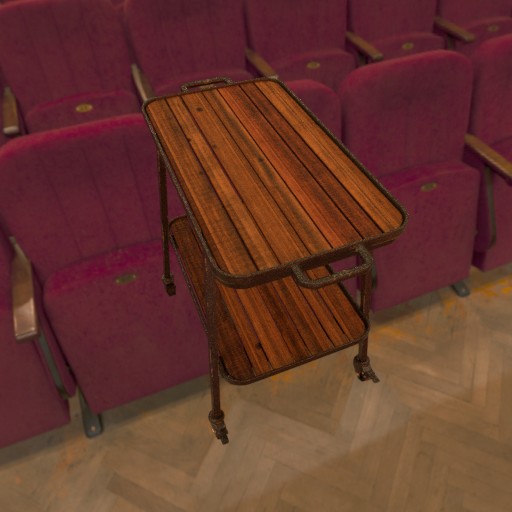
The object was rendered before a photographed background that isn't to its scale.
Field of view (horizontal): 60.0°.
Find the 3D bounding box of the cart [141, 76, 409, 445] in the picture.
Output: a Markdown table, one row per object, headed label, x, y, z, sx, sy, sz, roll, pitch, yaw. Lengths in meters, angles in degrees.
| label | x | y | z | sx | sy | sz | roll | pitch | yaw |
| --- | --- | --- | --- | --- | --- | --- | --- | --- | --- |
| cart | 0.000 | 0.000 | 1.276 | 0.515 | 0.700 | 0.806 | -16 | 49 | -15 |
